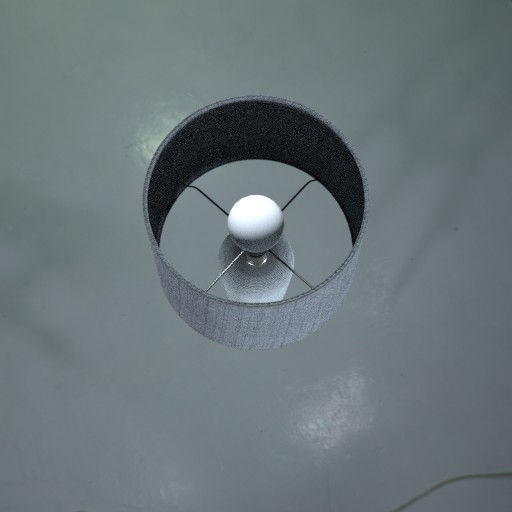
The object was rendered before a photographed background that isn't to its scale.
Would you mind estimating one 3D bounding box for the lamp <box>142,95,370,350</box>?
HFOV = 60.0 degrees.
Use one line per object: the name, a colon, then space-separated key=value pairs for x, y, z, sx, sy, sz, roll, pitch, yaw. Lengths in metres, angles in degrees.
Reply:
lamp: x=0.000 y=0.000 z=0.594 sx=0.251 sy=0.429 sz=0.251 roll=0 pitch=75 yaw=0
